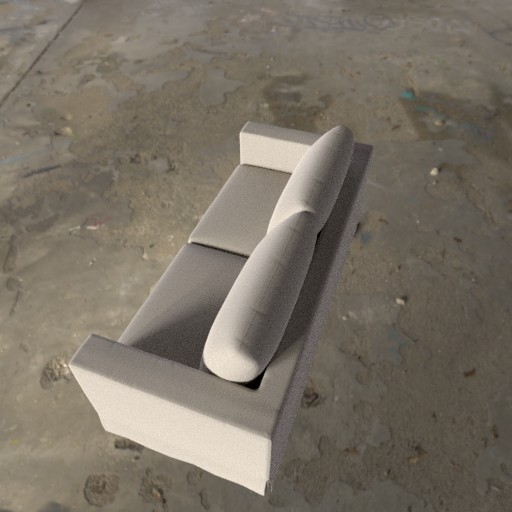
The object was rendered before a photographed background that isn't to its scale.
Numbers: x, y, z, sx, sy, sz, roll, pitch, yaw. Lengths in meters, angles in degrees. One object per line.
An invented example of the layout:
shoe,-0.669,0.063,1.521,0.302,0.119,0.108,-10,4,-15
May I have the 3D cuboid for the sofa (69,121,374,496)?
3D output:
sofa,0.000,0.000,2.612,0.954,0.881,2.163,15,49,14
